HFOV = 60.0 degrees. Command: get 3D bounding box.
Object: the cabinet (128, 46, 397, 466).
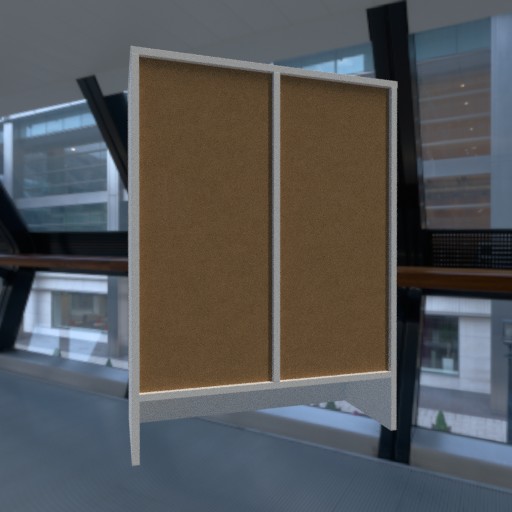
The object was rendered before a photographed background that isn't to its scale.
[{"bbox_3d":[0.000,0.000,1.090,0.600,0.815,0.296,0,0,-17],"label":"cabinet"}]
